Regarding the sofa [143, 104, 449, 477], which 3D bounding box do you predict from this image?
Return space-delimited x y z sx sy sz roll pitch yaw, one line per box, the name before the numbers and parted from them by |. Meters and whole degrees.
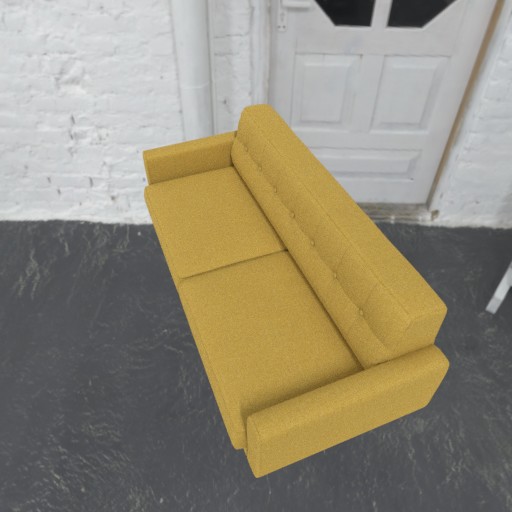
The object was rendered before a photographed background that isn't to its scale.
sofa | 0.000 0.000 2.445 0.909 0.841 2.029 -16 48 -15
